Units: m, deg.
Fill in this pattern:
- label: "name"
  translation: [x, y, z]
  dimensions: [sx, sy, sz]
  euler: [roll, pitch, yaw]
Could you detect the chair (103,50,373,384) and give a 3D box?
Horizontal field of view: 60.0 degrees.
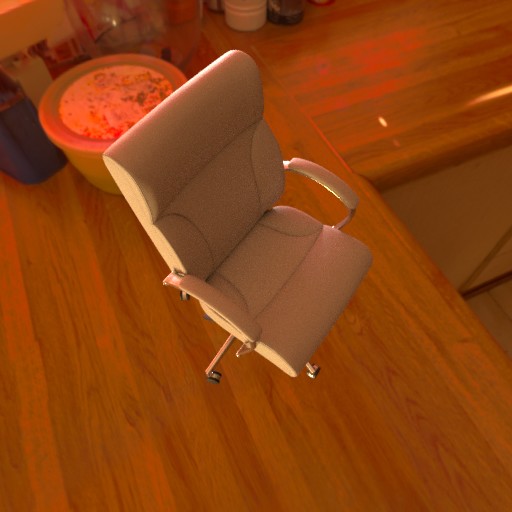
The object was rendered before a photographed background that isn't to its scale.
- label: "chair"
  translation: [0.000, 0.000, 1.600]
  dimensions: [0.745, 1.099, 0.727]
  euler: [31, 63, 18]
